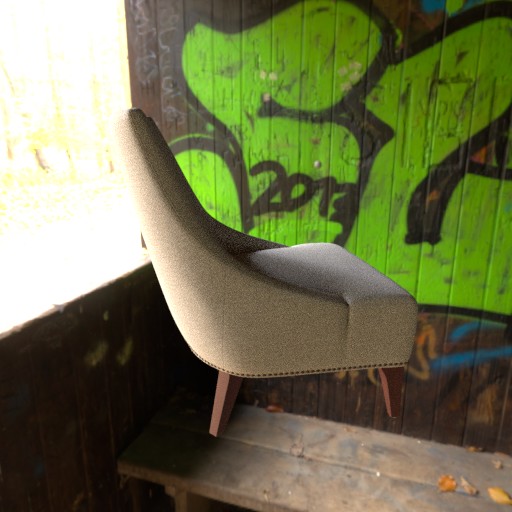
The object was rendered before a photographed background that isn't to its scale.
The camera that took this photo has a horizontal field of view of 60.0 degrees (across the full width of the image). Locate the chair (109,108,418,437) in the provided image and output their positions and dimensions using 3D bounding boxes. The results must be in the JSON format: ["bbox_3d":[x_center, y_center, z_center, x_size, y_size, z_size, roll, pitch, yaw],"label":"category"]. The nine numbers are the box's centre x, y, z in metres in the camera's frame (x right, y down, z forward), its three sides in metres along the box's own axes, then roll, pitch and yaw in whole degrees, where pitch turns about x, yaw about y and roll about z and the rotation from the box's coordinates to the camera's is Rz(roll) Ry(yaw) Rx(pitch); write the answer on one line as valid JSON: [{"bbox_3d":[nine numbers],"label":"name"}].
[{"bbox_3d":[0.000,0.000,1.485,0.861,0.909,0.701,-3,15,-10],"label":"chair"}]
